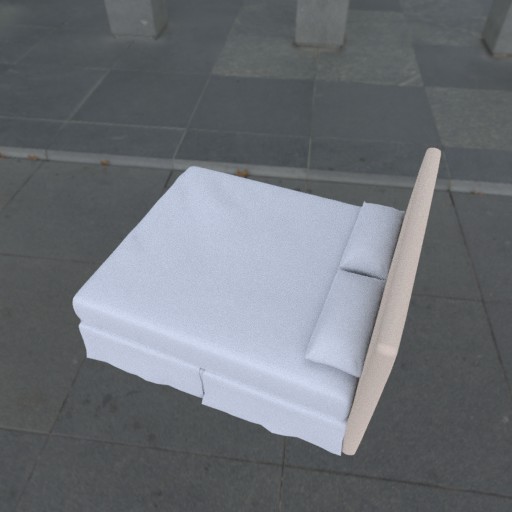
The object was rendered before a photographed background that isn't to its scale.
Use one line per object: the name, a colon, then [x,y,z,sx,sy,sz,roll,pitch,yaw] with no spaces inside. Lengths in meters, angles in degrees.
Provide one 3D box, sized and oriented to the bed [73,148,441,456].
bed: [0.000,0.000,3.303,2.142,1.330,1.884,16,48,15]
